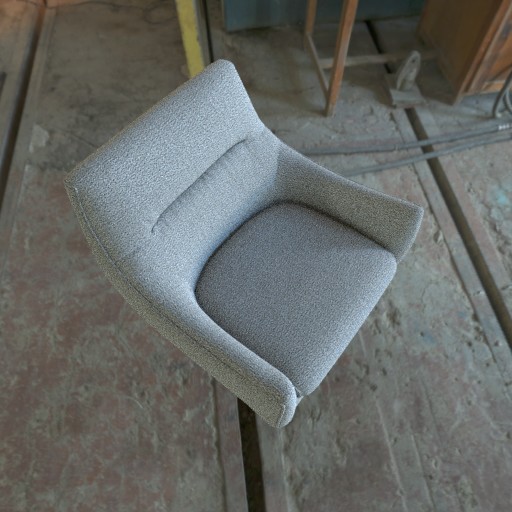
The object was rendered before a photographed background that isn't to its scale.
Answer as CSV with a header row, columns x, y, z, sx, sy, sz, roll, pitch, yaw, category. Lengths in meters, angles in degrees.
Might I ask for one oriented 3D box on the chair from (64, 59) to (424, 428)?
x,y,z,sx,sy,sz,roll,pitch,yaw,category
0.000,0.000,1.442,0.787,0.838,0.762,33,64,19,chair
